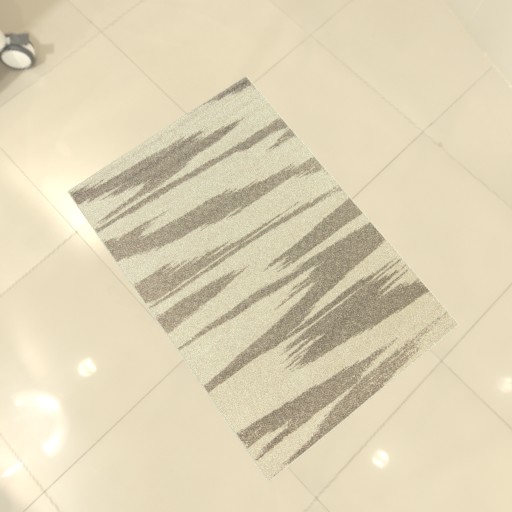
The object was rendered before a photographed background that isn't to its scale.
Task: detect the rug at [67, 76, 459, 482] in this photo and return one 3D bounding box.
[{"bbox_3d":[0.000,0.000,2.341,1.225,0.008,1.827,-36,79,-8],"label":"rug"}]
